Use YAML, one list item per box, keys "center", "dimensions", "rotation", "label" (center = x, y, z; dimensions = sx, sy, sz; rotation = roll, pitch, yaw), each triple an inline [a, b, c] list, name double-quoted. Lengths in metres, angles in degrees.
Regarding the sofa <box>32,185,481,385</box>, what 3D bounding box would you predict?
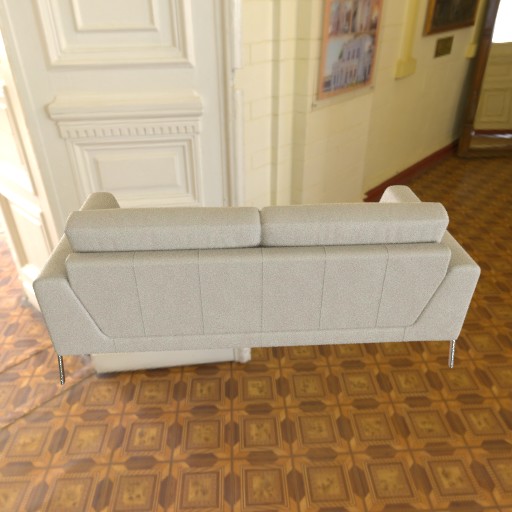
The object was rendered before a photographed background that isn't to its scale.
- center: [0.000, 0.000, 2.439]
  dimensions: [2.017, 0.875, 0.953]
  rotation: [-2, 32, -3]
  label: "sofa"
